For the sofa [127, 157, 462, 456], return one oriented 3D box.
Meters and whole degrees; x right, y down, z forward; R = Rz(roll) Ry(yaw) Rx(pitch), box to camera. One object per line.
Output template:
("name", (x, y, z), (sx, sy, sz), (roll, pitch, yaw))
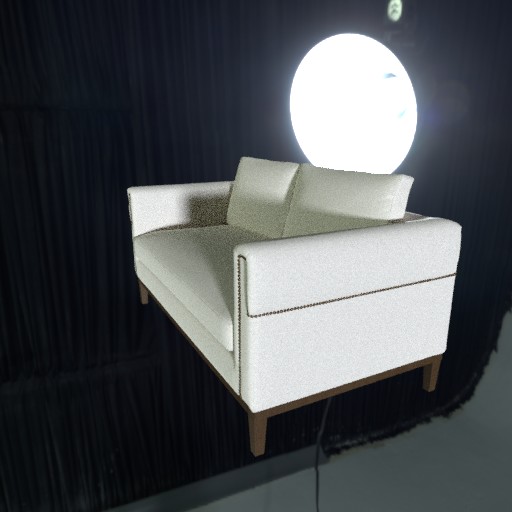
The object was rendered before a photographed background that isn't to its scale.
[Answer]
("sofa", (0.000, 0.000, 2.156), (0.905, 0.873, 1.598), (-8, 18, -27))
